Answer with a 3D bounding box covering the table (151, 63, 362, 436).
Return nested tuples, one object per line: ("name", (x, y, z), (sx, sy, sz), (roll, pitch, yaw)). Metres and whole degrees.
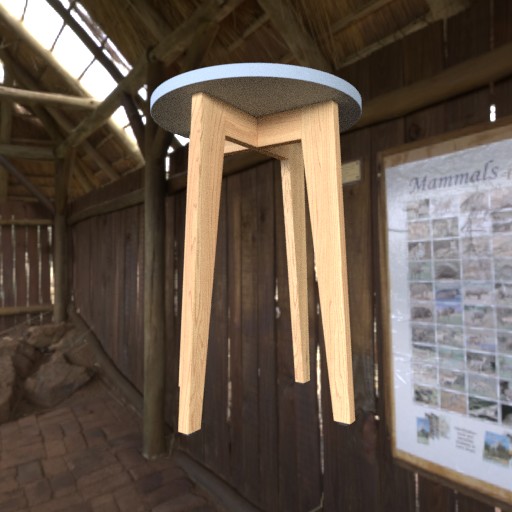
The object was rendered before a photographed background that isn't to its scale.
("table", (0.000, 0.000, 0.751), (0.350, 0.500, 0.350), (0, -1, 0))
